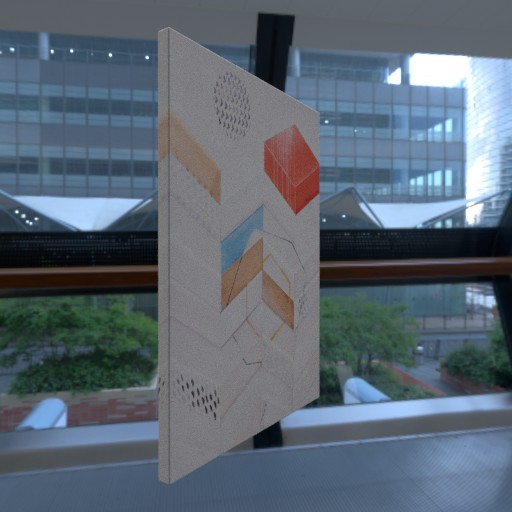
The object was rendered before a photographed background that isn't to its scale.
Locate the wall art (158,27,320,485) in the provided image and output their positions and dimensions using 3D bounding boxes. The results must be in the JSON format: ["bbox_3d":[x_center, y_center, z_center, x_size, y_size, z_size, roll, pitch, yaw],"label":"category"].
[{"bbox_3d":[0.000,0.000,1.080,0.036,0.848,0.613,0,0,35],"label":"wall art"}]
